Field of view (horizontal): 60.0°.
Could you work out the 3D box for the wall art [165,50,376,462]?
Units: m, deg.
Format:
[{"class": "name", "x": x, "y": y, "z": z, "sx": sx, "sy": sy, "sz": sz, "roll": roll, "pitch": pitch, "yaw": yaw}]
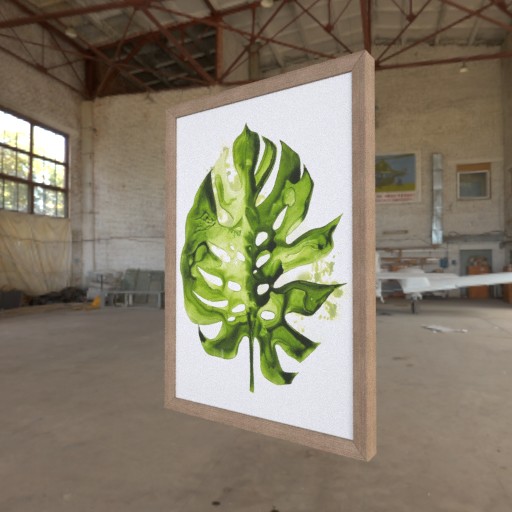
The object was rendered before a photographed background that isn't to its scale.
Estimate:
[{"class": "wall art", "x": 0.000, "y": 0.000, "z": 0.661, "sx": 0.356, "sy": 0.509, "sz": 0.031, "roll": -1, "pitch": -1, "yaw": 35}]
